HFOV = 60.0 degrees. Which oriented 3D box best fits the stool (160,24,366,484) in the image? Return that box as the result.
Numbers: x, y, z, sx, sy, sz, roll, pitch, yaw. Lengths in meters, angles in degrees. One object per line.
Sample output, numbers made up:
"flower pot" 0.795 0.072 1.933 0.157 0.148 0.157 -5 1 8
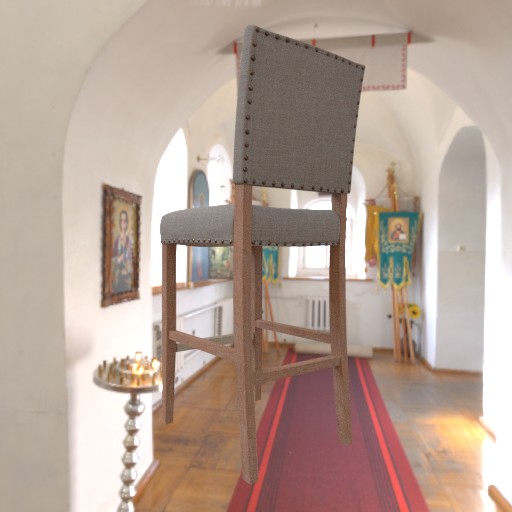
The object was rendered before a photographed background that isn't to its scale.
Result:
"stool" 0.000 0.000 1.484 0.445 1.203 0.585 -1 2 -37
